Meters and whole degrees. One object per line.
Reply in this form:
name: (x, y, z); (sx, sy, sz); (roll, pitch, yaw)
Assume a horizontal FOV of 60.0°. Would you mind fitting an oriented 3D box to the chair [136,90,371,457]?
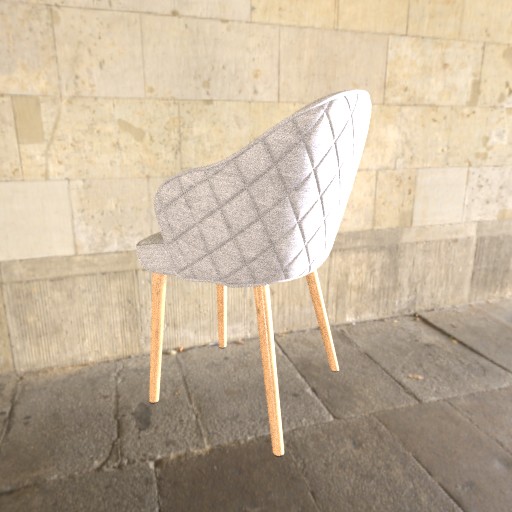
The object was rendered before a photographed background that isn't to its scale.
chair: (0.000, 0.000, 1.166); (0.530, 0.800, 0.540); (8, 18, 26)
